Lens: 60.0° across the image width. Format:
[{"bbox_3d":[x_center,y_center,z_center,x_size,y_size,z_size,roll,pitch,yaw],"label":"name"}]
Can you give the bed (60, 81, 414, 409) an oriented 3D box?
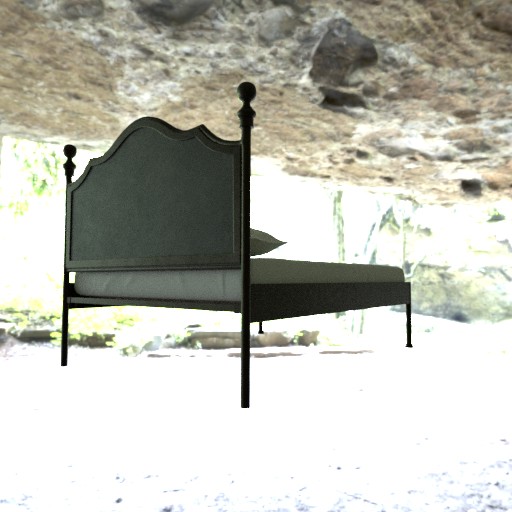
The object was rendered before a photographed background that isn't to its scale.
[{"bbox_3d":[0.000,0.000,3.344,1.642,1.499,2.224,-2,-4,38],"label":"bed"}]
